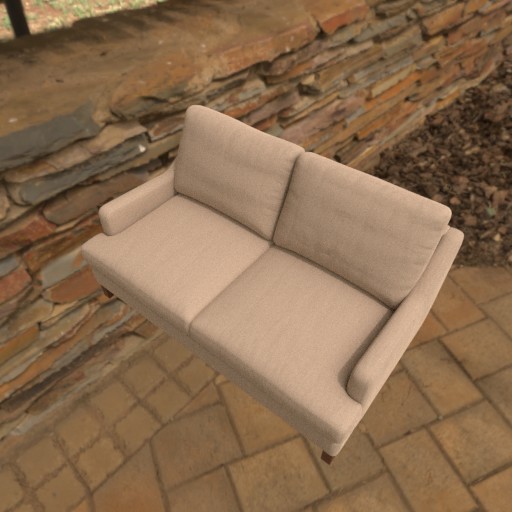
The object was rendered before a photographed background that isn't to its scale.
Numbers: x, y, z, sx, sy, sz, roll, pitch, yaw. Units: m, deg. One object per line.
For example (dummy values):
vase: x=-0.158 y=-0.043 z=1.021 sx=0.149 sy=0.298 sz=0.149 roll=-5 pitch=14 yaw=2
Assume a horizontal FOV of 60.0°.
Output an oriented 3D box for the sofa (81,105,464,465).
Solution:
sofa: x=0.000 y=0.000 z=2.215 sx=1.619 sy=0.910 sz=1.004 roll=30 pitch=53 yaw=26
